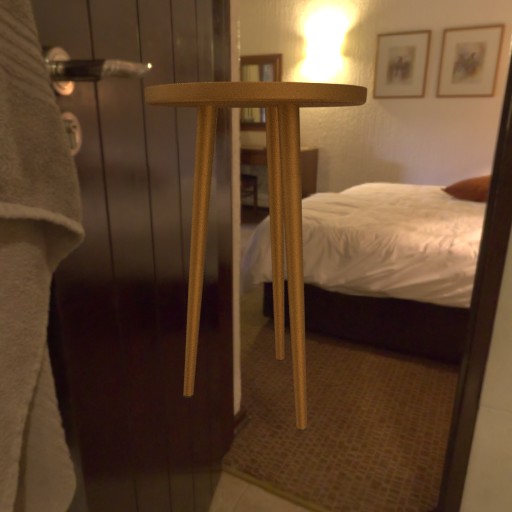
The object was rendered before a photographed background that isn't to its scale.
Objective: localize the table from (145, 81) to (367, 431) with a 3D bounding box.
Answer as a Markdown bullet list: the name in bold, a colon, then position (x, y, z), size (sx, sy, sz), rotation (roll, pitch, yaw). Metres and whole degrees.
- **table**: position (0.000, 0.000, 0.683), size (0.299, 0.480, 0.299), rotation (-3, 18, -9)
